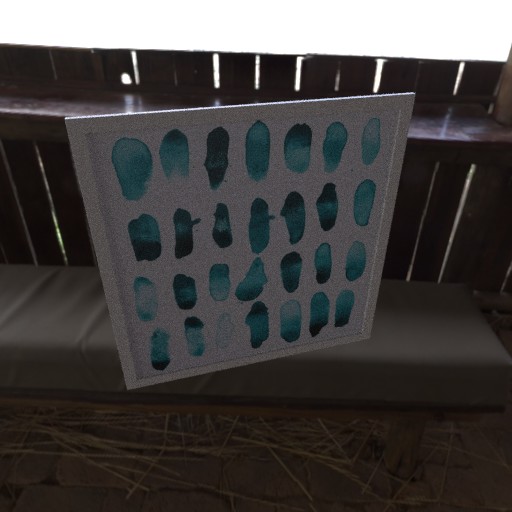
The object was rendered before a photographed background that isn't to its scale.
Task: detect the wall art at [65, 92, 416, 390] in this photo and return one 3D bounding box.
[{"bbox_3d":[0.000,0.000,0.839,0.558,0.559,0.009,-9,34,-13],"label":"wall art"}]
